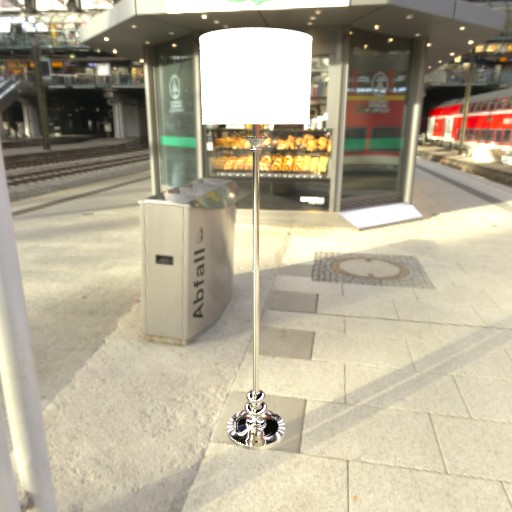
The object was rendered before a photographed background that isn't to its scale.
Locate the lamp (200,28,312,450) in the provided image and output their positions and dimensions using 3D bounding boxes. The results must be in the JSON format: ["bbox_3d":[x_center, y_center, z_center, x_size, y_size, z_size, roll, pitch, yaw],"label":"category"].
[{"bbox_3d":[0.000,0.000,1.611,0.356,1.487,0.356,2,17,8],"label":"lamp"}]
